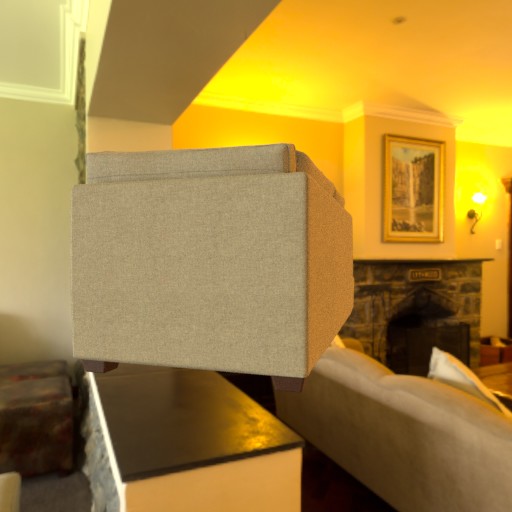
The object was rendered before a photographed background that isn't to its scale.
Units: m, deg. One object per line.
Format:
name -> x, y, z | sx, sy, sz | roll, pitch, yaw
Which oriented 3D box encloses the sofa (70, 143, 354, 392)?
sofa -> 0.000, 0.000, 2.847 | 1.110, 1.019, 2.238 | 0, 0, 17
